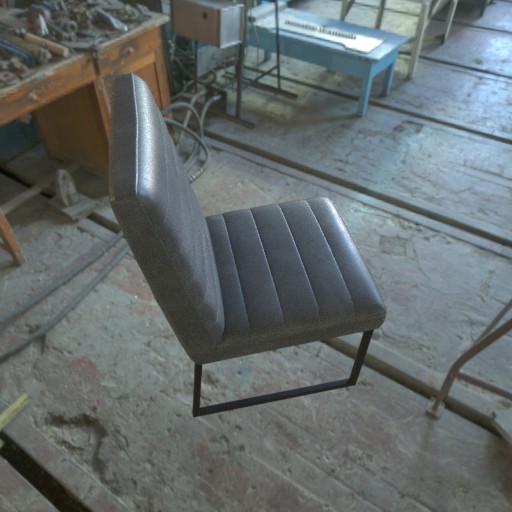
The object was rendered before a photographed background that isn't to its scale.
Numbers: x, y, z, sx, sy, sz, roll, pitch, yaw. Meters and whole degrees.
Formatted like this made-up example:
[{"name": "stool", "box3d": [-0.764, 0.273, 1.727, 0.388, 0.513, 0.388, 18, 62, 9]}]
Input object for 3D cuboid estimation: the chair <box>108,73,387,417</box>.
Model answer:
[{"name": "chair", "box3d": [0.000, 0.000, 1.292, 0.634, 0.930, 0.520, -9, 47, -8]}]
